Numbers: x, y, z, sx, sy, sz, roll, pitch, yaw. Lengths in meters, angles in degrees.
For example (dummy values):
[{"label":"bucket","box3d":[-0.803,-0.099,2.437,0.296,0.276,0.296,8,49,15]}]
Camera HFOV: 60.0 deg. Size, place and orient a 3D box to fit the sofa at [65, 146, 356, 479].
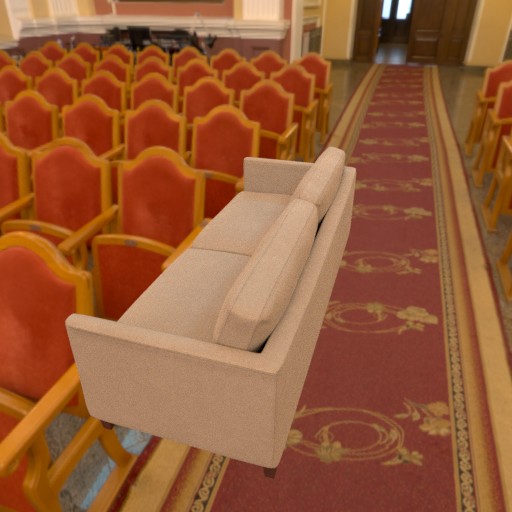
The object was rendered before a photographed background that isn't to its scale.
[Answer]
[{"label":"sofa","box3d":[0.000,0.000,2.834,0.988,0.912,2.404,9,31,15]}]
